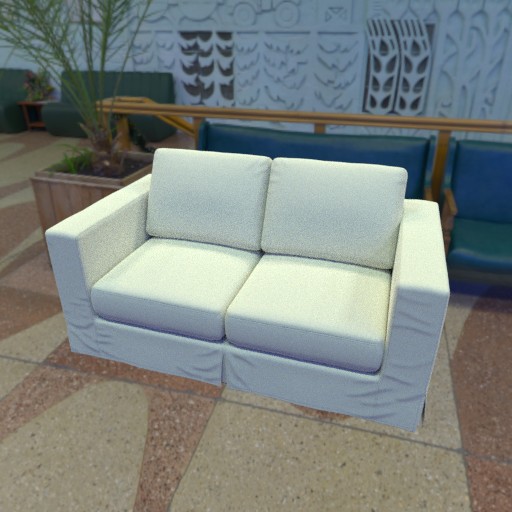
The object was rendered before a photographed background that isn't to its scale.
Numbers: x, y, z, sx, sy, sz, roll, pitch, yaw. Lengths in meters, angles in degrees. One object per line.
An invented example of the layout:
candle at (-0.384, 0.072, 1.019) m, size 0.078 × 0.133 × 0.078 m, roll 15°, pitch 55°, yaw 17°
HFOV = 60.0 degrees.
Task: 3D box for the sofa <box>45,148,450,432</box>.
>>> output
sofa at (0.000, 0.000, 2.347) m, size 1.813 × 0.932 × 1.009 m, roll 8°, pitch 28°, yaw 16°
